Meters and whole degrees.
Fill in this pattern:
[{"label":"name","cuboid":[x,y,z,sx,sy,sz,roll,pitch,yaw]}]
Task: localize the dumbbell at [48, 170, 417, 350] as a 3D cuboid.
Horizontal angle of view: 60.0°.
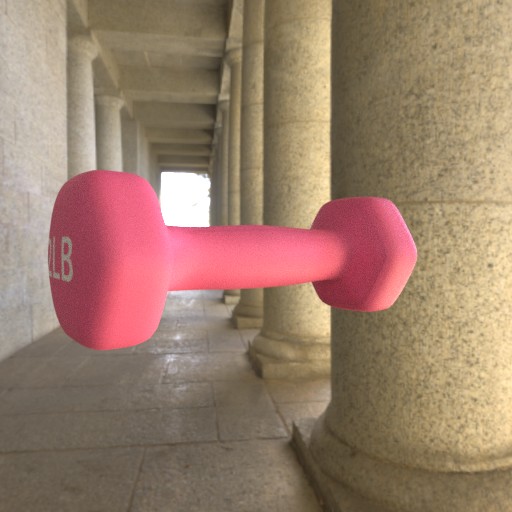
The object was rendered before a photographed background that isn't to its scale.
[{"label":"dumbbell","cuboid":[0.000,0.000,0.173,0.146,0.053,0.058,-1,2,-37]}]
